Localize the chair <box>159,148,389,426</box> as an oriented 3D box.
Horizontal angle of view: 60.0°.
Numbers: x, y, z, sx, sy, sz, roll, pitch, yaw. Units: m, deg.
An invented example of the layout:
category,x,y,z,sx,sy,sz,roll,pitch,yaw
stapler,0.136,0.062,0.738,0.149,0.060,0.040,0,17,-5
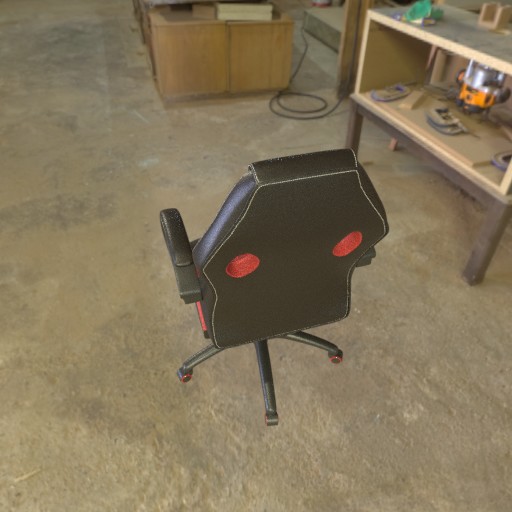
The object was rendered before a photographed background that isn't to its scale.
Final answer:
category,x,y,z,sx,sy,sz,roll,pitch,yaw
chair,0.000,0.000,1.692,0.750,1.189,0.783,-11,42,-13
